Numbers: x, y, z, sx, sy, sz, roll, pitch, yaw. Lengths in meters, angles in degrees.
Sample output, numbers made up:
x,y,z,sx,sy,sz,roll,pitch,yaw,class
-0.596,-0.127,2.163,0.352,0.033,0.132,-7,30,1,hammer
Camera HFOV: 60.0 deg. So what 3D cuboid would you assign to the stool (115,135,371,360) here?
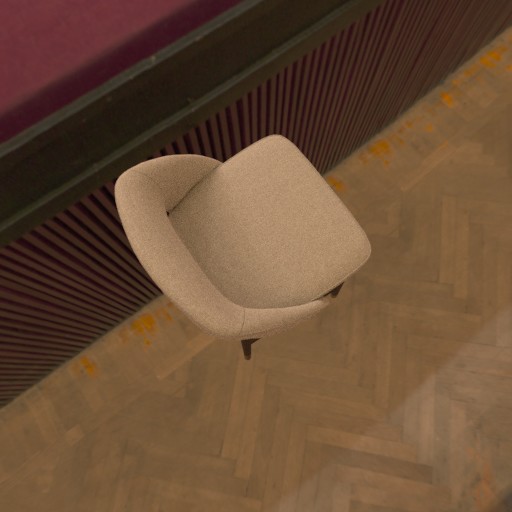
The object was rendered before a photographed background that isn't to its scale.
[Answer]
x,y,z,sx,sy,sz,roll,pitch,yaw,class
0.000,0.000,1.335,0.509,1.037,0.494,-34,78,-8,stool
